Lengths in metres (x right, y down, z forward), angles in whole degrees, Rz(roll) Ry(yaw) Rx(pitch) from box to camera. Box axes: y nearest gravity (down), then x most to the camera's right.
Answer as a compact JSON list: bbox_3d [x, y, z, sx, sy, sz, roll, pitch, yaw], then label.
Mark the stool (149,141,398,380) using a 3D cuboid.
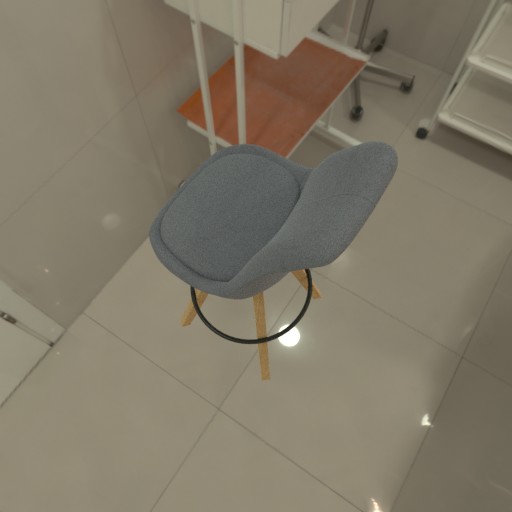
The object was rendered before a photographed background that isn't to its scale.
[{"bbox_3d":[0.000,0.000,1.402,0.550,1.115,0.485,31,68,14],"label":"stool"}]
